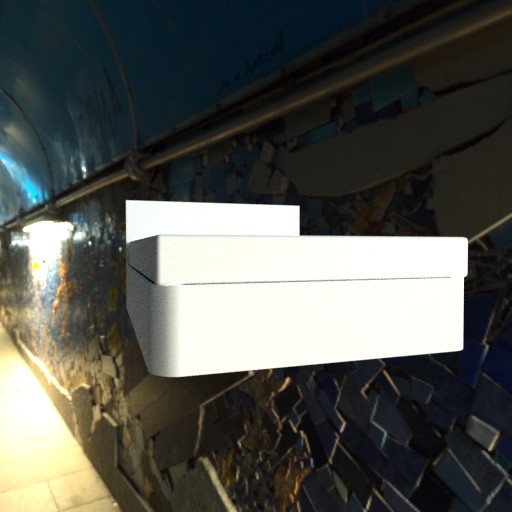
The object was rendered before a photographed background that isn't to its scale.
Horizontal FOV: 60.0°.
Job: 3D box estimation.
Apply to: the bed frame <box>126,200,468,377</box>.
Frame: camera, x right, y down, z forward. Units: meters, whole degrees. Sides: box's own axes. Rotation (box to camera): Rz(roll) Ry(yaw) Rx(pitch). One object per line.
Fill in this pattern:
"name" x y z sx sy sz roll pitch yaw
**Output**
"bed frame" 0.000 0.000 2.627 1.400 0.800 1.900 0 1 -19
